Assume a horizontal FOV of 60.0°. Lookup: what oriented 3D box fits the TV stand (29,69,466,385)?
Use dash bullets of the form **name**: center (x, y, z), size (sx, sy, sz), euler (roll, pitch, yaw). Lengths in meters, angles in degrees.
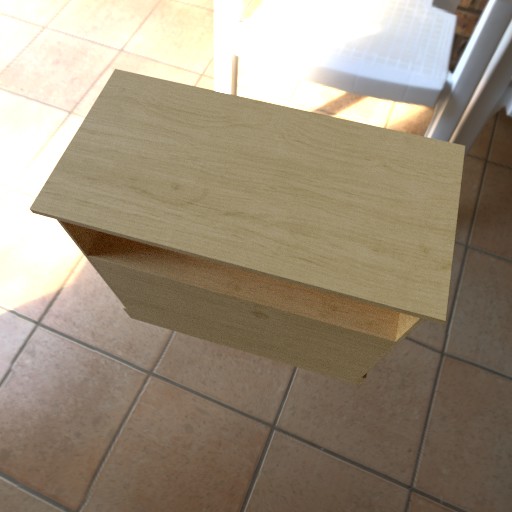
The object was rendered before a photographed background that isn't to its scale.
- **TV stand**: center (0.000, 0.000, 1.306), size (0.851, 0.787, 0.430), euler (15, 65, 7)
